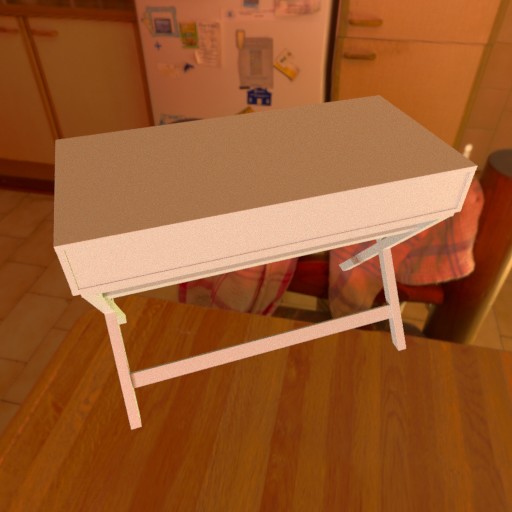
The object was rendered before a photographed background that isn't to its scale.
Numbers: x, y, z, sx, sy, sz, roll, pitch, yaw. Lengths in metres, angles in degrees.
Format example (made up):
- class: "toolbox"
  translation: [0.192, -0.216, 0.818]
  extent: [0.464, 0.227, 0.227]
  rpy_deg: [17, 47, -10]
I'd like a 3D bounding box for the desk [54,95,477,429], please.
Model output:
- class: "desk"
  translation: [0.000, 0.000, 1.488]
  extent: [1.057, 0.780, 0.525]
  rpy_deg: [-12, 43, -14]
